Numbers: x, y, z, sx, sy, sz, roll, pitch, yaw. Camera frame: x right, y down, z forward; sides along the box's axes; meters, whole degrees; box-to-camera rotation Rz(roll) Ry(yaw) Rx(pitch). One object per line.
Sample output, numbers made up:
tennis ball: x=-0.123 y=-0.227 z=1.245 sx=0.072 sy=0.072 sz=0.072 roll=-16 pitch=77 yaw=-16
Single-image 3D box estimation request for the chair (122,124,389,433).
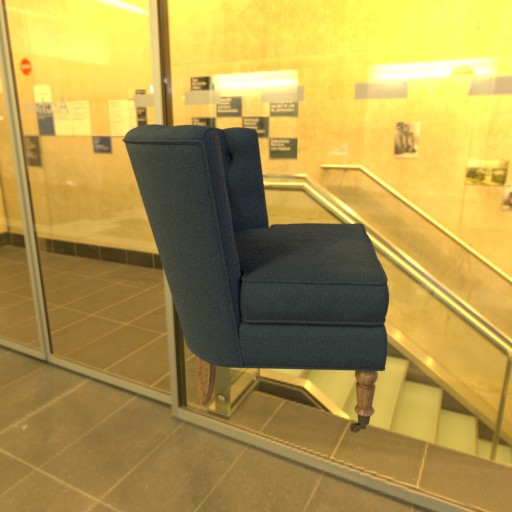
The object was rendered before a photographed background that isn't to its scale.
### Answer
chair: x=0.000 y=0.000 z=1.362 sx=0.718 sy=0.771 sz=0.740 roll=2 pitch=16 yaw=8
